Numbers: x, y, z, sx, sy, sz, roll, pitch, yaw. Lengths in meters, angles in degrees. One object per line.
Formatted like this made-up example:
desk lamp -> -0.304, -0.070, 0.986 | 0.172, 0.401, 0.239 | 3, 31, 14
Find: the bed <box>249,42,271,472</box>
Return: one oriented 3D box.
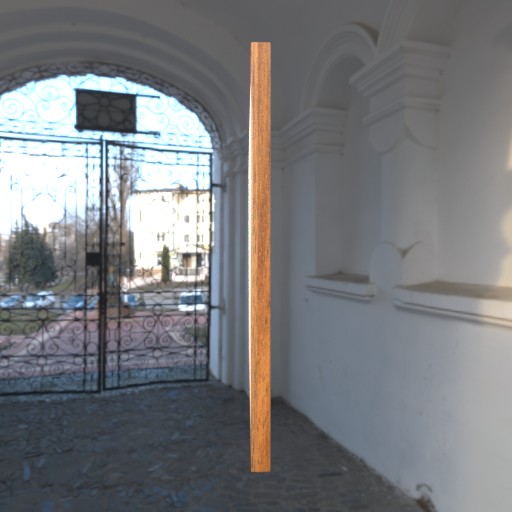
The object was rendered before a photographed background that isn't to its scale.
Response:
bed -> 0.000, 0.000, 1.488 | 0.043, 0.940, 1.041 | 0, 0, -1
